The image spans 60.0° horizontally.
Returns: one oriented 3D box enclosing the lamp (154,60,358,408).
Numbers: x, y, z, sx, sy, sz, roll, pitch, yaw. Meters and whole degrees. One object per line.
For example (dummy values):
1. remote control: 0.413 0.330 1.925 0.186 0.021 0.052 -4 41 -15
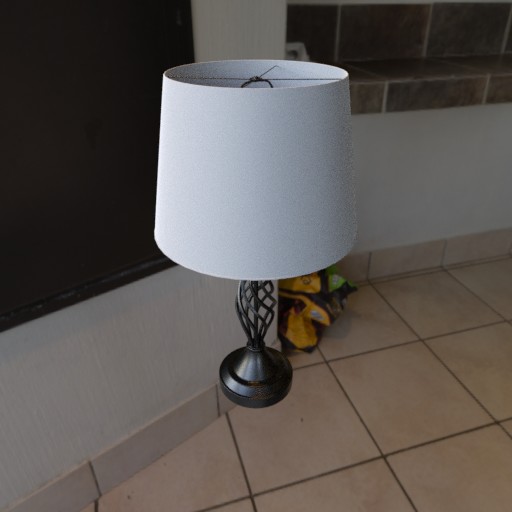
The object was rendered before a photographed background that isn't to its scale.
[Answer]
1. lamp: 0.000 0.000 0.765 0.331 0.594 0.331 0 31 0
